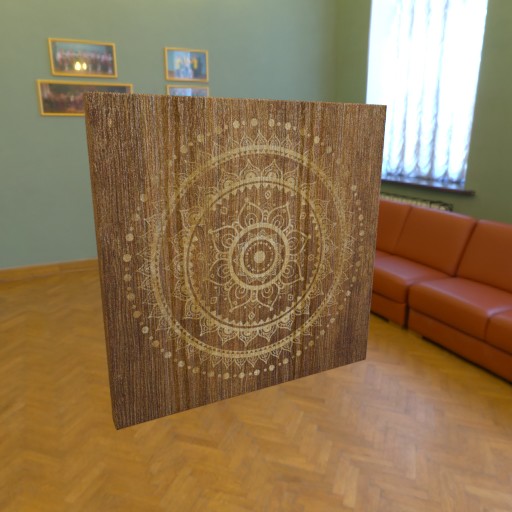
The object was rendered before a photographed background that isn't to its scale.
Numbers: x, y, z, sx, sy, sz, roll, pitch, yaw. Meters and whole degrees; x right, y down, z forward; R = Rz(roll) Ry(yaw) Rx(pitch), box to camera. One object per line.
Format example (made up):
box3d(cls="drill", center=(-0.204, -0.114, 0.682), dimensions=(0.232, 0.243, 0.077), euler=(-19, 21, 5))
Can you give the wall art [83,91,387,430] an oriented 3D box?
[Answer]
box3d(cls="wall art", center=(0.000, 0.000, 0.906), dimensions=(0.611, 0.608, 0.042), euler=(-8, 18, -26))
